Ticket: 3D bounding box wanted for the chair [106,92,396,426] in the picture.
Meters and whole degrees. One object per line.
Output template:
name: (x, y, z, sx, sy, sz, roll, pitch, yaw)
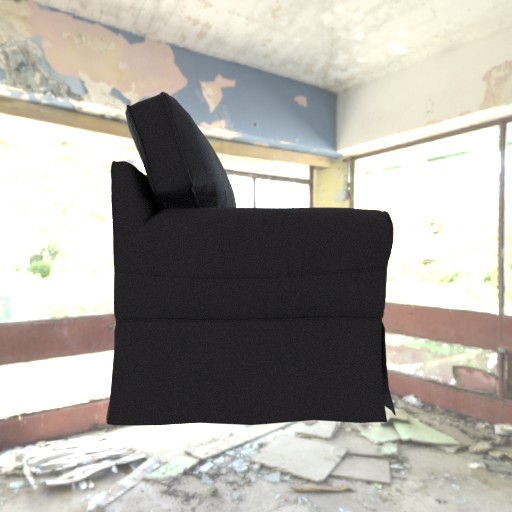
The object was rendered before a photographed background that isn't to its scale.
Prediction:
chair: (0.000, 0.000, 1.964, 1.002, 1.140, 1.119, 0, 0, -1)
